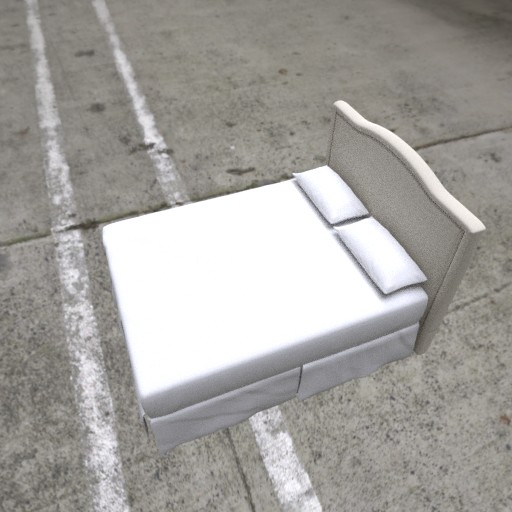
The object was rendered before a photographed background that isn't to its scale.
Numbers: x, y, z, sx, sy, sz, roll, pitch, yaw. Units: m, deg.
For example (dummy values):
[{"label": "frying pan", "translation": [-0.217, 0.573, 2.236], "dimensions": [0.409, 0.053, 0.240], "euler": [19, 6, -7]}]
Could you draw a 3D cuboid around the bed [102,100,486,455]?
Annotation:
[{"label": "bed", "translation": [0.000, 0.000, 3.265], "dimensions": [2.196, 1.449, 1.741], "euler": [-16, 48, -15]}]
